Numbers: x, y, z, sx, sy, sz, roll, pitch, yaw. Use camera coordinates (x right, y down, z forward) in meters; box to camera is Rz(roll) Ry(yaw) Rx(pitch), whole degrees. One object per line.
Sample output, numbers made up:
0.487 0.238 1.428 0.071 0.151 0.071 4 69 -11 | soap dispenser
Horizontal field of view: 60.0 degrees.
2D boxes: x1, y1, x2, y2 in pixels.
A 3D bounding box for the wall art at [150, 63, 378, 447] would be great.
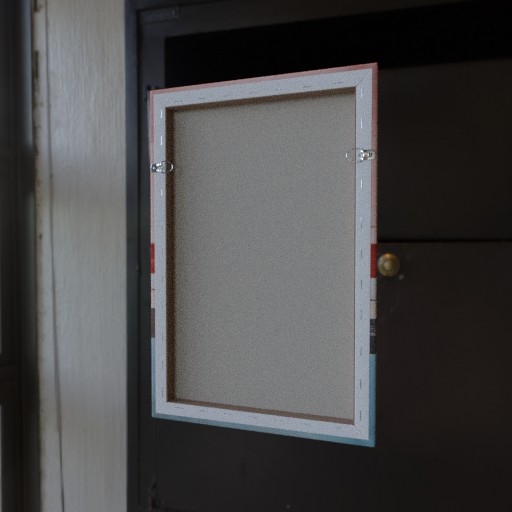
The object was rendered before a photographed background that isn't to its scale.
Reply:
0.000 0.000 1.161 0.610 0.914 0.038 0 1 18 | wall art
